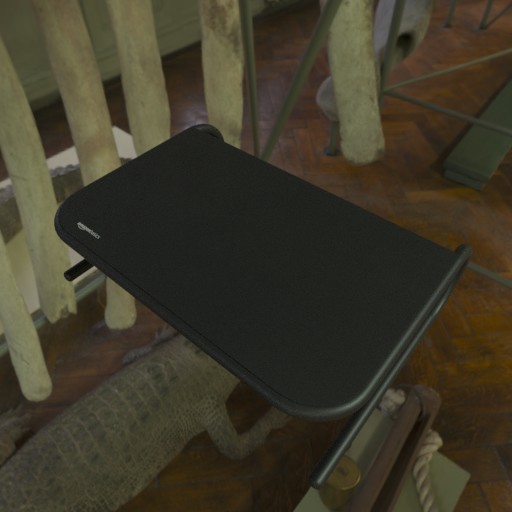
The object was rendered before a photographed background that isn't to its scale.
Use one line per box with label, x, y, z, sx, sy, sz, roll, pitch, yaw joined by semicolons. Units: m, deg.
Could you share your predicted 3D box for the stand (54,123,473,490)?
stand;0.000;0.000;0.489;0.370;0.108;0.280;31;54;26
